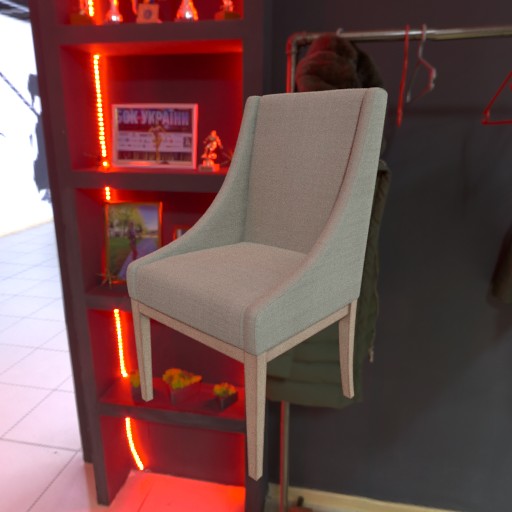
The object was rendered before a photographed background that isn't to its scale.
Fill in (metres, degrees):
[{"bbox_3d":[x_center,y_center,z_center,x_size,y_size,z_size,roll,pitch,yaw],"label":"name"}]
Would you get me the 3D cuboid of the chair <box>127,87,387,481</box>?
[{"bbox_3d":[0.000,0.000,1.423,0.575,1.021,0.611,15,21,41],"label":"chair"}]
